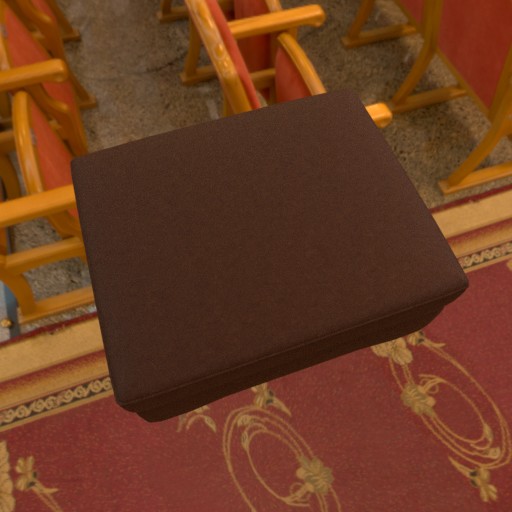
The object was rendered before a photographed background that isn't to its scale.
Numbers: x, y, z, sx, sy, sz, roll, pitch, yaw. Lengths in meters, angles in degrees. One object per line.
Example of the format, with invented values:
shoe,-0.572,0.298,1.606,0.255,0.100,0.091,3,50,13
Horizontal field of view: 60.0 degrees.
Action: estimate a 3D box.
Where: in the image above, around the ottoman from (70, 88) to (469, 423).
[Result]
ottoman,0.000,0.000,1.830,1.187,0.730,0.967,-17,65,-8
